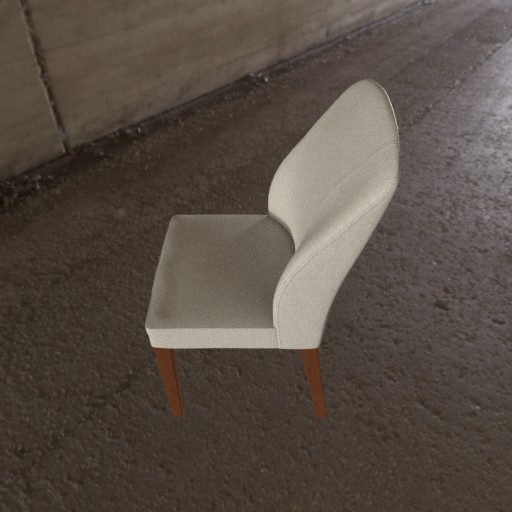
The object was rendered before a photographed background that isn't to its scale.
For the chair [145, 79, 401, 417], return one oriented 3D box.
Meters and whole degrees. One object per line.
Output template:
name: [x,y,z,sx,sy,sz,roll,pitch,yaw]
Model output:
chair: [0.000,0.000,1.200,0.540,0.893,0.472,0,40,0]
